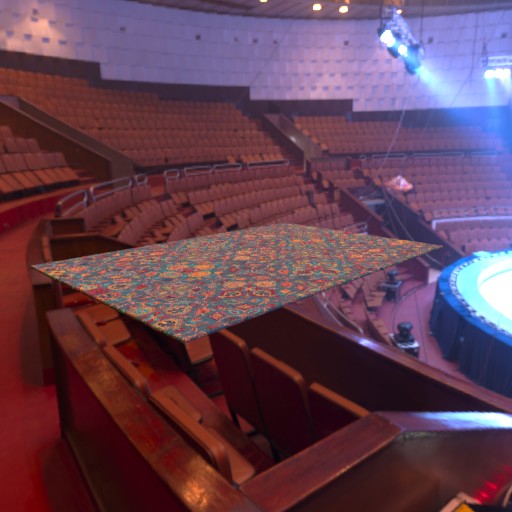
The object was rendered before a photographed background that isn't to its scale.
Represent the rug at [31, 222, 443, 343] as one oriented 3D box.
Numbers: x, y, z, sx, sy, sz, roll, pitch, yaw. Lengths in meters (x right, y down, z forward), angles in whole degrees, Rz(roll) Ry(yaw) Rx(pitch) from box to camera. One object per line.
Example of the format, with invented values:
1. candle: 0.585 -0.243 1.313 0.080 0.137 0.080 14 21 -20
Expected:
1. rug: 0.000 0.000 2.331 1.216 0.014 1.836 13 19 43
